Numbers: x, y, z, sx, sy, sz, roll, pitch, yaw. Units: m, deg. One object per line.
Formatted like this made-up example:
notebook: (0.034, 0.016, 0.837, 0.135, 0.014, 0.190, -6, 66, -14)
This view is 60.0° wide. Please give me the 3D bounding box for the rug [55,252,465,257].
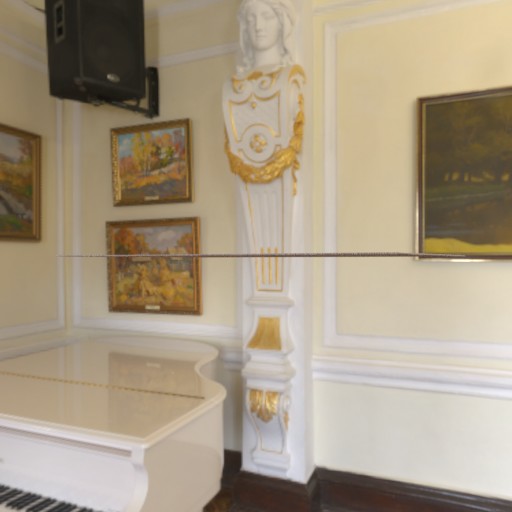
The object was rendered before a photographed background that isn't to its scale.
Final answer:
rug: (0.000, 0.000, 3.090, 2.427, 0.007, 1.515, 0, -1, 35)
